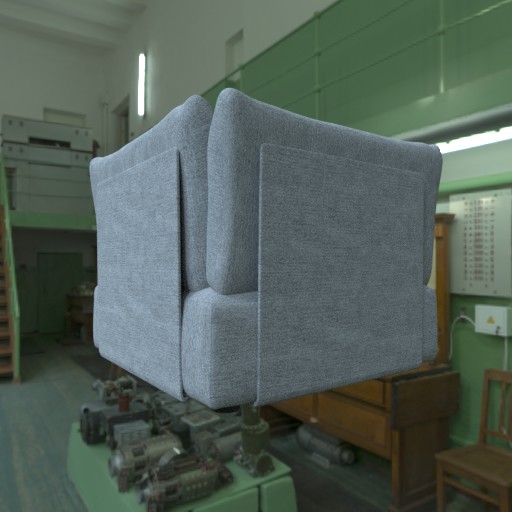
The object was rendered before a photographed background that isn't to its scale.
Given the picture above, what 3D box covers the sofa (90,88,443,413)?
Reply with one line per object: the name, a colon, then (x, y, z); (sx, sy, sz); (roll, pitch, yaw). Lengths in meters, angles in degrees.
sofa: (0.000, 0.000, 1.715); (1.000, 0.820, 1.000); (1, -1, -36)
